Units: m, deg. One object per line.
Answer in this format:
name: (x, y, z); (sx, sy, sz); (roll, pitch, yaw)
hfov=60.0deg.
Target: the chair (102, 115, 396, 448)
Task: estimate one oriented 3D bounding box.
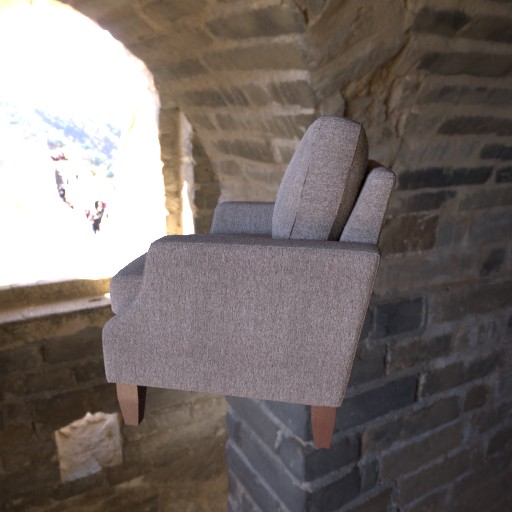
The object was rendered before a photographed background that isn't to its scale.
chair: (0.000, 0.000, 1.660); (0.897, 0.993, 0.855); (3, 15, 10)
